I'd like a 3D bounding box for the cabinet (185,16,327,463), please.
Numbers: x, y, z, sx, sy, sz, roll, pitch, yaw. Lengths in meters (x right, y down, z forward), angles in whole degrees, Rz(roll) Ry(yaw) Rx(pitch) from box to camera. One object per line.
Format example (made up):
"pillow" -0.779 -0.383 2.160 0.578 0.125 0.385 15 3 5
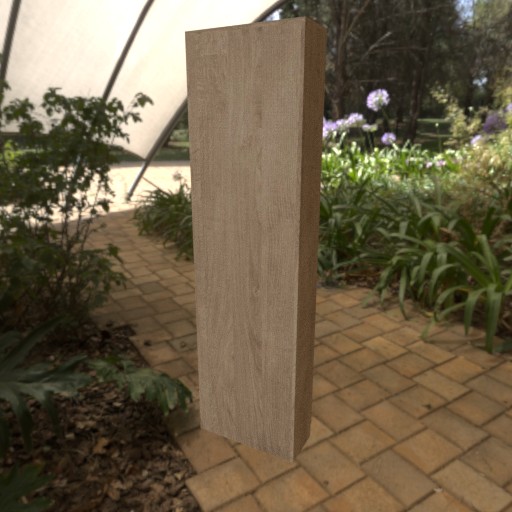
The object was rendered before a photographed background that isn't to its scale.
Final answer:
"cabinet" 0.000 0.000 1.938 0.500 1.790 0.230 9 18 27
